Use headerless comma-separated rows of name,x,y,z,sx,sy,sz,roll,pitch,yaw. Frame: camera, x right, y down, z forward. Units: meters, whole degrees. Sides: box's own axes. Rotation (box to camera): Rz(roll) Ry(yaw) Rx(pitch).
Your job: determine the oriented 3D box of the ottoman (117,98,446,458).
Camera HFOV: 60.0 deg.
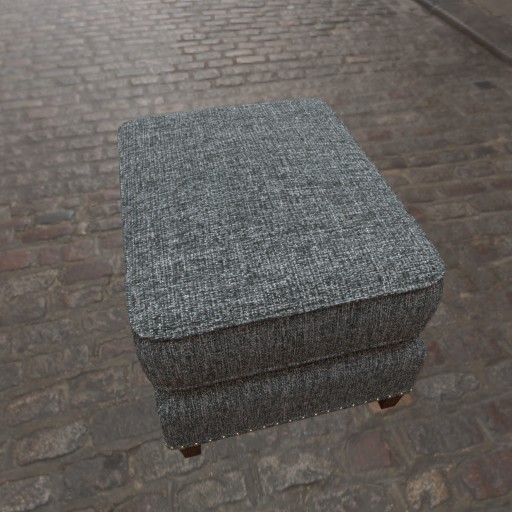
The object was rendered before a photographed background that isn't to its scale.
ottoman,0.000,0.000,1.112,0.589,0.537,0.738,-10,47,-10
